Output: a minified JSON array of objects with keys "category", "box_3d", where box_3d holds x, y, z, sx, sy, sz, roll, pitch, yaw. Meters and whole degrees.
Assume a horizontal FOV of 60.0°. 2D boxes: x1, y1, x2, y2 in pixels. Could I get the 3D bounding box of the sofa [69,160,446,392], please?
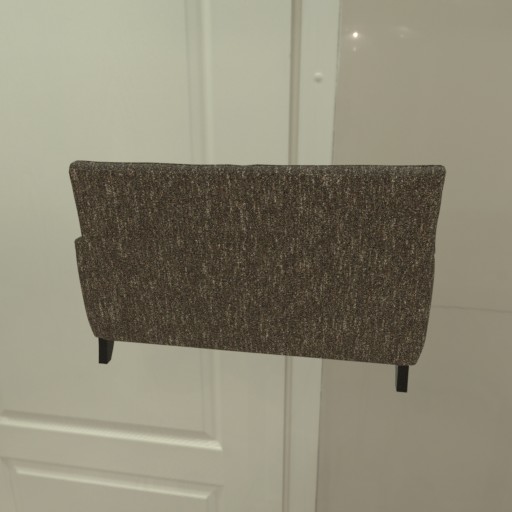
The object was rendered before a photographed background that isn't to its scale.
[{"category":"sofa","box_3d":[0.000,0.000,2.128,1.519,0.946,0.801,3,17,9]}]
